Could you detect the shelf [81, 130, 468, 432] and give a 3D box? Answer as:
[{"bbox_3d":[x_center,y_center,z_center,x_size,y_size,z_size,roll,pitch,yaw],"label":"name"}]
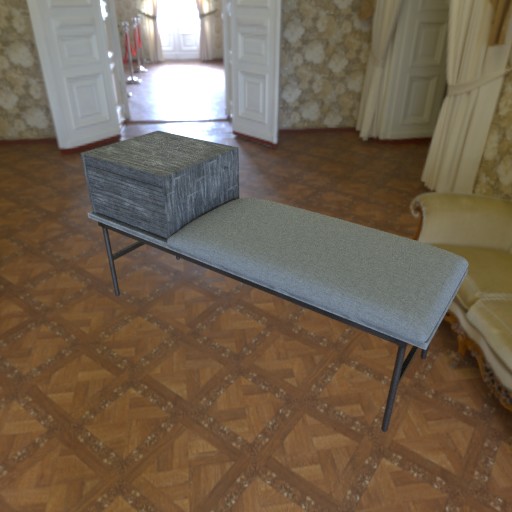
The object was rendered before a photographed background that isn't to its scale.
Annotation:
[{"bbox_3d":[0.000,0.000,1.625,1.342,0.633,0.457,20,36,30],"label":"shelf"}]
